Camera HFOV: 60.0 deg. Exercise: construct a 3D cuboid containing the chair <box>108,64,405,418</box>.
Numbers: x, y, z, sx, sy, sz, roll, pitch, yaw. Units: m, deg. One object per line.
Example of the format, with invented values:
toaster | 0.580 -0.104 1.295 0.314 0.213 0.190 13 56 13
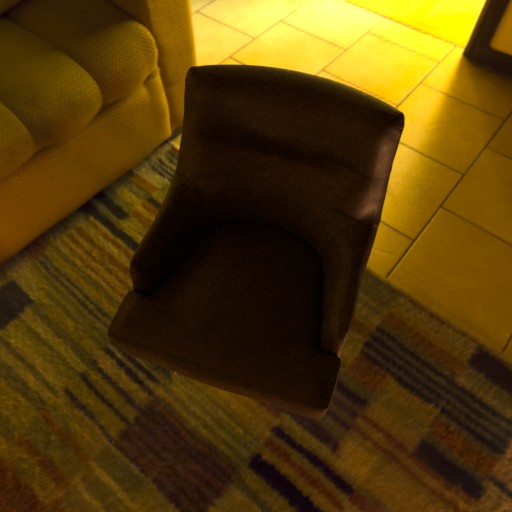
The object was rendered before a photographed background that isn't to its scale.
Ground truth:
chair | 0.000 0.000 1.515 0.738 0.870 0.874 16 59 10
